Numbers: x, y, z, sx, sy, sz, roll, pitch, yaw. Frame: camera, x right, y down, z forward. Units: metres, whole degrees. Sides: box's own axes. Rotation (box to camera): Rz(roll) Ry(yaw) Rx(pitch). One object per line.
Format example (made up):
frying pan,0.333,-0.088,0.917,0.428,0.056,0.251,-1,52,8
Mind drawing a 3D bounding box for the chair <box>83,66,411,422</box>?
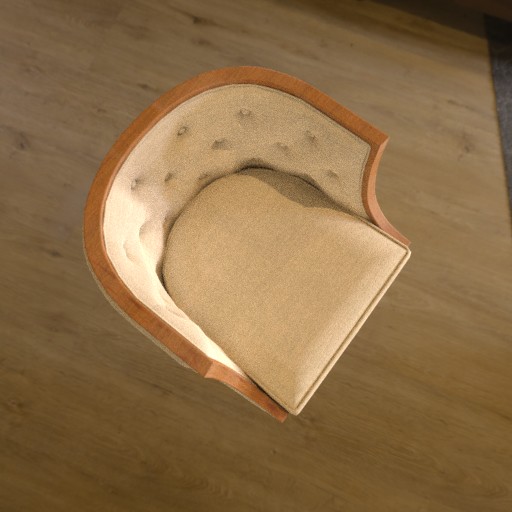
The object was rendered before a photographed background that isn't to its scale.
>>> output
chair,0.000,0.000,1.356,0.757,0.775,0.711,37,79,8
